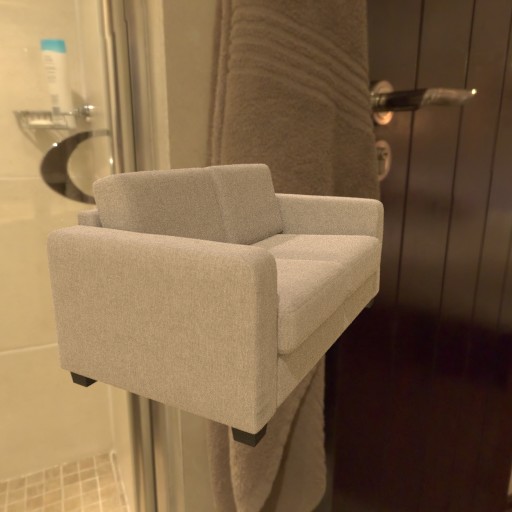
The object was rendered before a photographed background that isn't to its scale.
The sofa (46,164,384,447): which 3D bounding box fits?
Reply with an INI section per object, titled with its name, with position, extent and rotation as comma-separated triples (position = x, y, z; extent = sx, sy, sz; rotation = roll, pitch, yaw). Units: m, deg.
[sofa]
position = 0.000, 0.000, 2.049
extent = 0.900, 0.800, 1.540
rotation = 7, 16, 28
